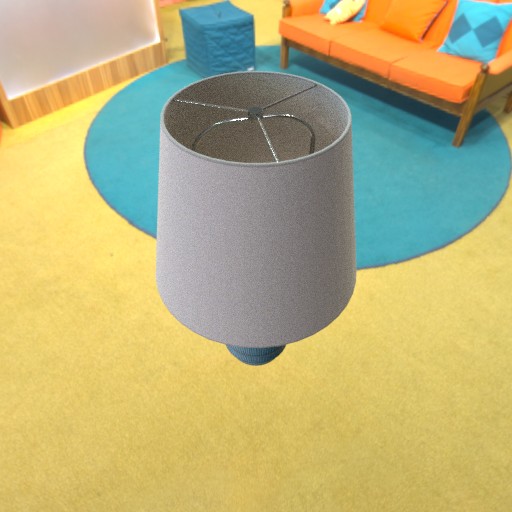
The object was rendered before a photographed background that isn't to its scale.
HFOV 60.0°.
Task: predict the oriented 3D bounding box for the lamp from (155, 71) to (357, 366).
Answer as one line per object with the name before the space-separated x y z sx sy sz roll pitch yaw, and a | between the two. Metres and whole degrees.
lamp | 0.000 0.000 0.559 0.254 0.392 0.254 0 46 0
